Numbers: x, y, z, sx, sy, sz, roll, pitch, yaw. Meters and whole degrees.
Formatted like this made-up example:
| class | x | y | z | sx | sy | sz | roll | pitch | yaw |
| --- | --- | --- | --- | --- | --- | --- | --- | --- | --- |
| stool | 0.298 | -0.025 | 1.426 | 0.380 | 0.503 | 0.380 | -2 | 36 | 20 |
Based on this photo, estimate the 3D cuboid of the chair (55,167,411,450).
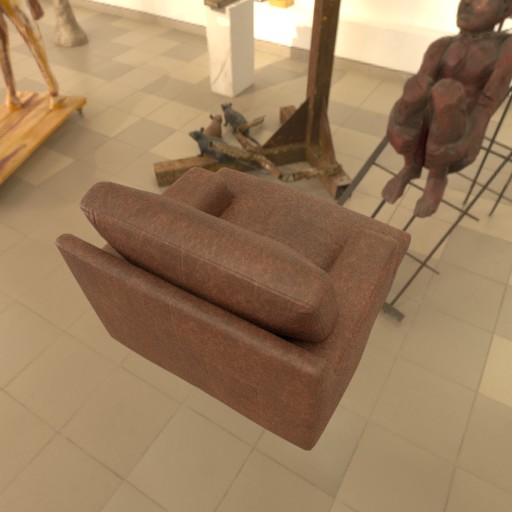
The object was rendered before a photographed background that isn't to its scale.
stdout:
| class | x | y | z | sx | sy | sz | roll | pitch | yaw |
| --- | --- | --- | --- | --- | --- | --- | --- | --- | --- |
| chair | 0.000 | 0.000 | 2.003 | 1.168 | 0.939 | 1.143 | 23 | 50 | 21 |
